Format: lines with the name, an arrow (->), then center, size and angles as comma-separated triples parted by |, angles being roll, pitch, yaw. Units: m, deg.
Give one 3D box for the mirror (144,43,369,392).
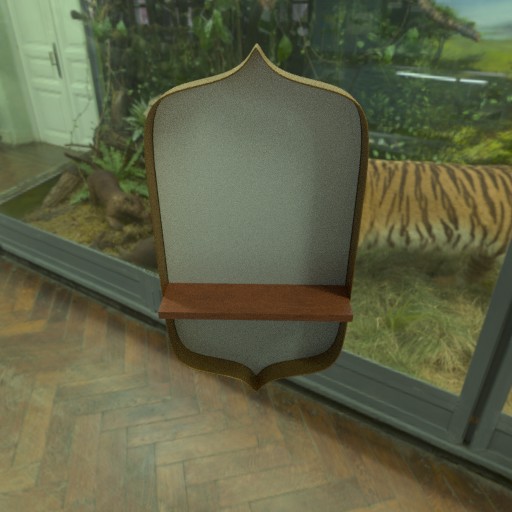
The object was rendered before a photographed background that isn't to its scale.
mirror -> 0.000, 0.000, 0.715 | 0.323, 0.613, 0.096 | 1, 30, 1
